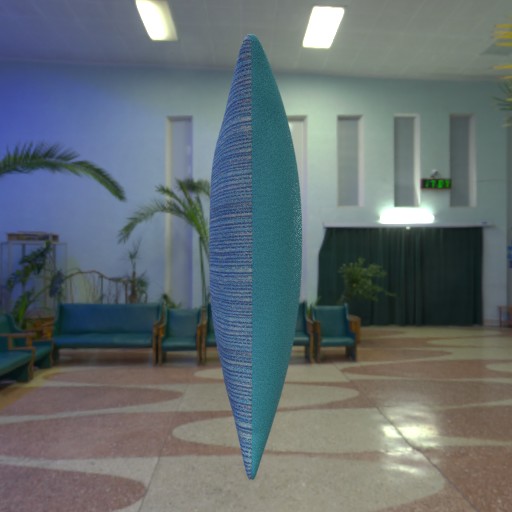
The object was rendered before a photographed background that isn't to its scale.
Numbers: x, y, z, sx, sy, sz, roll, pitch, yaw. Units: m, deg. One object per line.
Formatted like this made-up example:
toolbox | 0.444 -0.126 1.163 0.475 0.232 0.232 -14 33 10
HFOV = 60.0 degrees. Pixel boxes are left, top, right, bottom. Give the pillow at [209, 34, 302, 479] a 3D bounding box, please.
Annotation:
pillow | 0.000 0.000 0.743 0.150 0.497 0.514 0 -1 1
